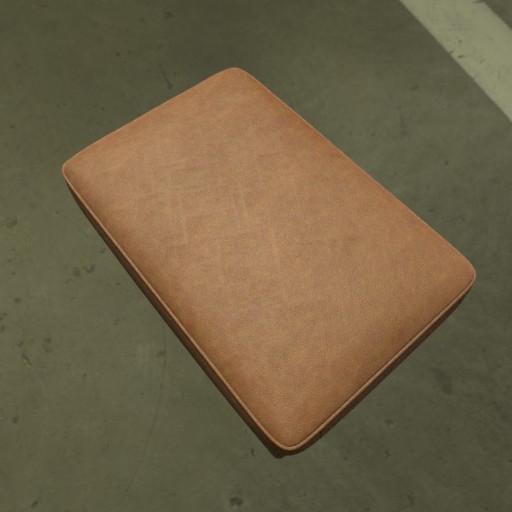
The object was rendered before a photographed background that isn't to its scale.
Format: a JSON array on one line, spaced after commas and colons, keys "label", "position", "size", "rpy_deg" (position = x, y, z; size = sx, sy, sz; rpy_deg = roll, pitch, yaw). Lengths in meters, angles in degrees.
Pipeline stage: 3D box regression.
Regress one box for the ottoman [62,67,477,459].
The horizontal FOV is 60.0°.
[{"label": "ottoman", "position": [0.000, 0.000, 1.170], "size": [0.584, 0.483, 0.864], "rpy_deg": [-37, 69, -17]}]
